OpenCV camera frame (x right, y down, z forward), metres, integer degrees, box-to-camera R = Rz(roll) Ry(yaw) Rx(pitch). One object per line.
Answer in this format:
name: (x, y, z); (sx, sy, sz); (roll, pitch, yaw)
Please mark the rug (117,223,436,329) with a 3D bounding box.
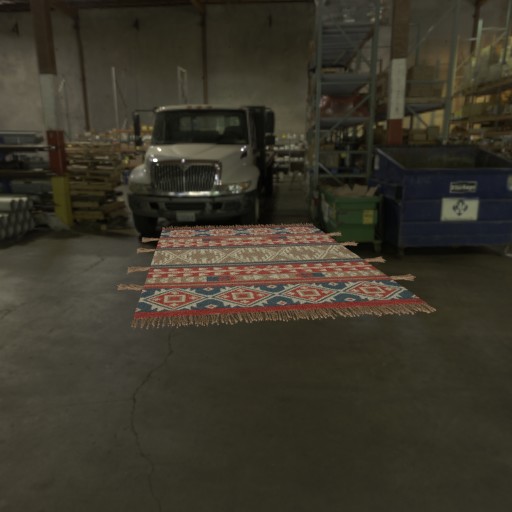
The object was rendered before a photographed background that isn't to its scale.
rug: (0.000, 0.000, 3.255); (1.778, 0.048, 2.450); (-2, 15, -8)
